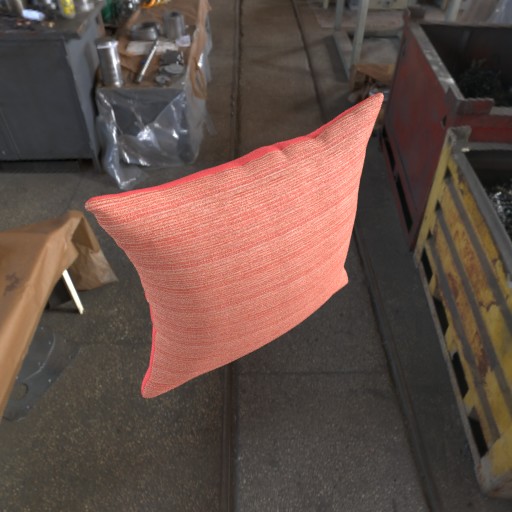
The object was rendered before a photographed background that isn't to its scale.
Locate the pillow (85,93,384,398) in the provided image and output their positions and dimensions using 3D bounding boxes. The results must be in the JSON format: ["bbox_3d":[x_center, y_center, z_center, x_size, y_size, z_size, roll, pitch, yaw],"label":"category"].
[{"bbox_3d":[0.000,0.000,0.840,0.559,0.501,0.229,-26,50,-24],"label":"pillow"}]
